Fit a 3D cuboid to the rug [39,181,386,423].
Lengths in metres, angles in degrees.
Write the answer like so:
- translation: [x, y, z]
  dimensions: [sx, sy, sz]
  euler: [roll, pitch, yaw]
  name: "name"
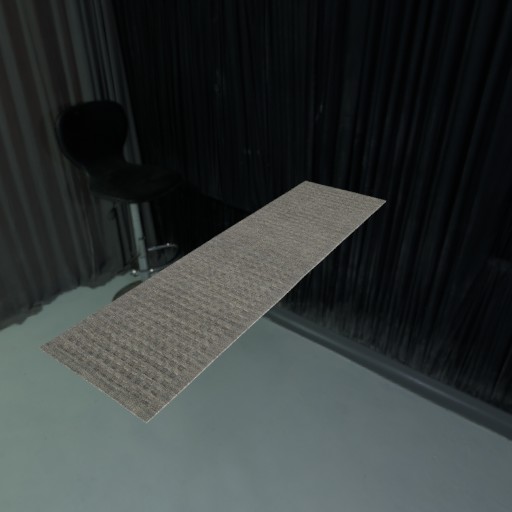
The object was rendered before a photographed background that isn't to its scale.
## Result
- translation: [0.000, 0.000, 2.699]
  dimensions: [0.706, 0.009, 2.443]
  euler: [20, 37, 29]
  name: "rug"
